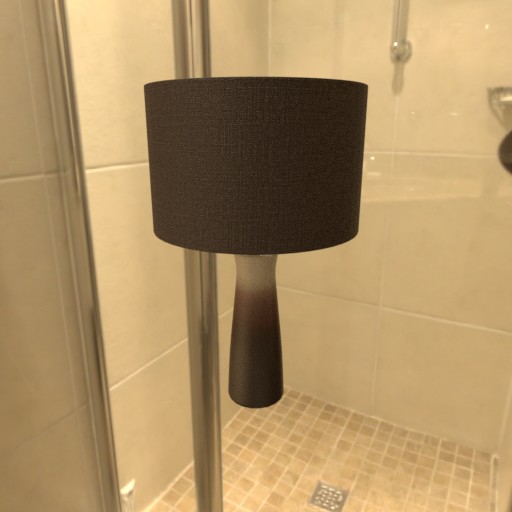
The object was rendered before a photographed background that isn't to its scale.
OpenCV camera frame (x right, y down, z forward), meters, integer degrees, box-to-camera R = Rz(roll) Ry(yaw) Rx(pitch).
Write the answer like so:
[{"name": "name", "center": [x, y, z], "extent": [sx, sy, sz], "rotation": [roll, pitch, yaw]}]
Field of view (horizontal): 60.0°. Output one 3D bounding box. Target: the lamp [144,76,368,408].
[{"name": "lamp", "center": [0.000, 0.000, 0.685], "extent": [0.303, 0.488, 0.303], "rotation": [0, 17, 0]}]
